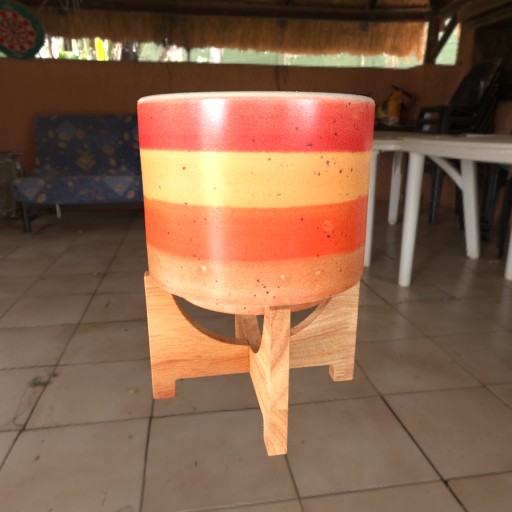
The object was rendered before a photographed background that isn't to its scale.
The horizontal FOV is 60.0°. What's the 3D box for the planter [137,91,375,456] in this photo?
[{"bbox_3d":[0.000,0.000,0.403,0.199,0.268,0.199,0,16,0],"label":"planter"}]
